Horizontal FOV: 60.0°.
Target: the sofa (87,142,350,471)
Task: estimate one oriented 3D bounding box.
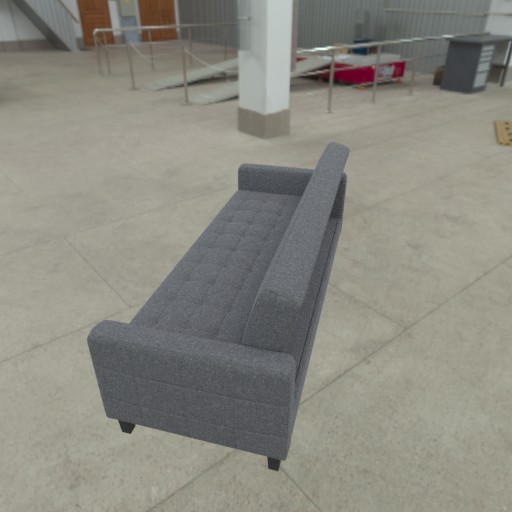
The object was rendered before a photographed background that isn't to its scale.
[{"bbox_3d":[0.000,0.000,2.489,0.810,0.850,2.040,8,32,13],"label":"sofa"}]
